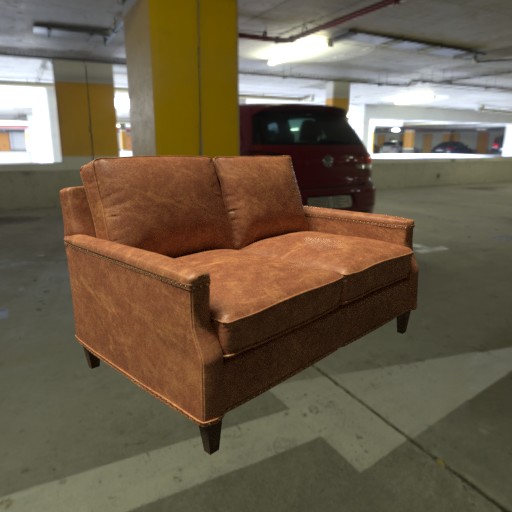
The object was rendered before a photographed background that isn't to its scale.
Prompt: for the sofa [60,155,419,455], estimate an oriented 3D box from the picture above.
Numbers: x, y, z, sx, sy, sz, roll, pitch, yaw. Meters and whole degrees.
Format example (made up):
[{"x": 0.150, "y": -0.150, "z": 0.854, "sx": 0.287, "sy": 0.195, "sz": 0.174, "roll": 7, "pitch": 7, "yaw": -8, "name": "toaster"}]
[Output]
[{"x": 0.000, "y": 0.000, "z": 2.271, "sx": 1.084, "sy": 1.003, "sz": 1.597, "roll": 13, "pitch": 19, "yaw": 43, "name": "sofa"}]
